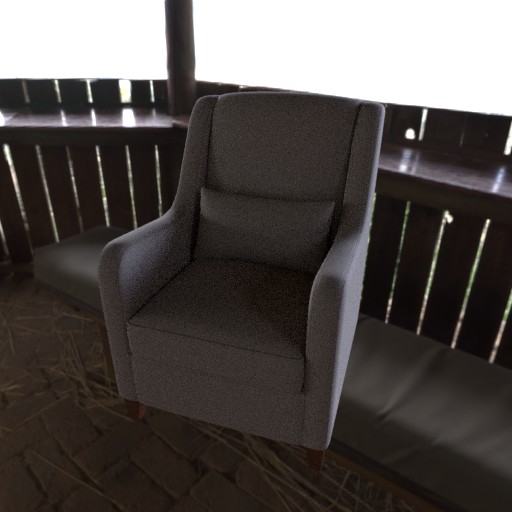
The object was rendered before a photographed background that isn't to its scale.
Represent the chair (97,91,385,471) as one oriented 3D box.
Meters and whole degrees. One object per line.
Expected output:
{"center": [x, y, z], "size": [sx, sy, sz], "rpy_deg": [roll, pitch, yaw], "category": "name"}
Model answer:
{"center": [0.000, 0.000, 1.559], "size": [0.715, 1.010, 0.863], "rpy_deg": [8, 28, 16], "category": "chair"}
